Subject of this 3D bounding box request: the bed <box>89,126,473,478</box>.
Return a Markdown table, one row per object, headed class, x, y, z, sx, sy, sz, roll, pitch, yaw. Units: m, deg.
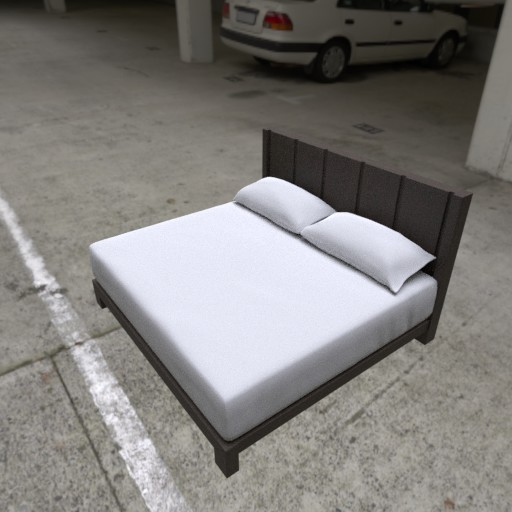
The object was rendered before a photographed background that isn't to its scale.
| class | x | y | z | sx | sy | sz | roll | pitch | yaw |
| --- | --- | --- | --- | --- | --- | --- | --- | --- | --- |
| bed | 0.000 | 0.000 | 3.484 | 2.012 | 1.270 | 2.134 | -21 | 37 | -31 |
